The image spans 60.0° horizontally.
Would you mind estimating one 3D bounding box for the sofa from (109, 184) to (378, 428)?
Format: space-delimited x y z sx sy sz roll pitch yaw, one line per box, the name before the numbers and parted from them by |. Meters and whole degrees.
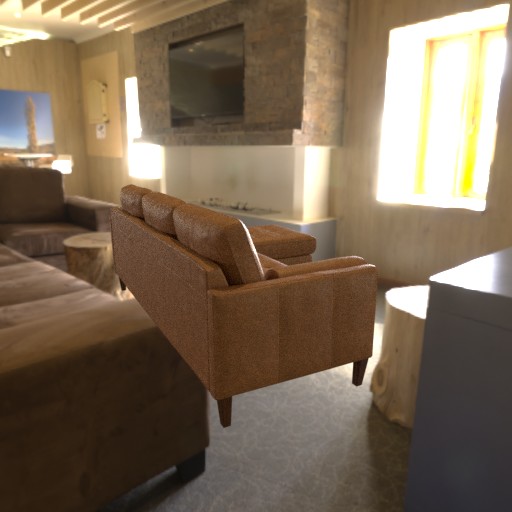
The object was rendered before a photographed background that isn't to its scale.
sofa | 0.000 0.000 2.974 1.506 0.876 2.178 -7 16 -27
